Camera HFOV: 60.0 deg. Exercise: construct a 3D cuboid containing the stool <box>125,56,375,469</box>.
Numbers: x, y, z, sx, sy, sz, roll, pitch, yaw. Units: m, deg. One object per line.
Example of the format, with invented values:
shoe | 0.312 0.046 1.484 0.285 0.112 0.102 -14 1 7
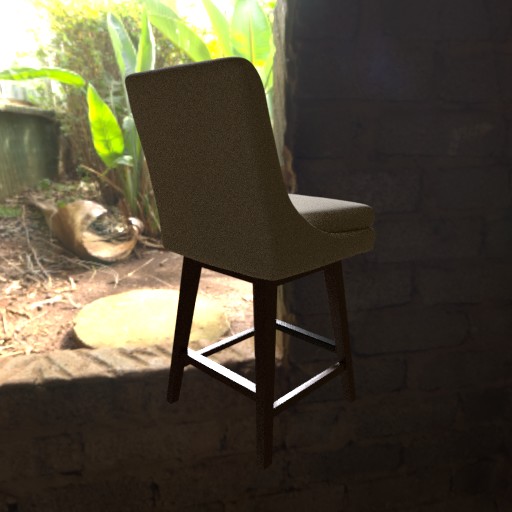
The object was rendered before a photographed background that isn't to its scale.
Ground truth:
stool | 0.000 0.000 1.300 0.483 0.991 0.559 15 21 42
